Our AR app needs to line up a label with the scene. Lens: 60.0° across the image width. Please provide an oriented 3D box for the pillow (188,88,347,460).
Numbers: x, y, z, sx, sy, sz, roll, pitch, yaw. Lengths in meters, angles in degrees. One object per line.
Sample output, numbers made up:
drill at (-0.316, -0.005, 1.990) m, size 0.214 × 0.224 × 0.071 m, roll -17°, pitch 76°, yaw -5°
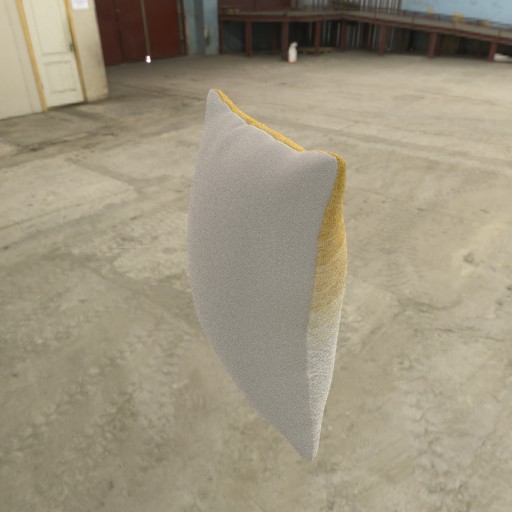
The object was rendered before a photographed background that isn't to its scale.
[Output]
pillow at (0.000, 0.000, 0.711) m, size 0.211 × 0.450 × 0.450 m, roll -11°, pitch 32°, yaw -18°
